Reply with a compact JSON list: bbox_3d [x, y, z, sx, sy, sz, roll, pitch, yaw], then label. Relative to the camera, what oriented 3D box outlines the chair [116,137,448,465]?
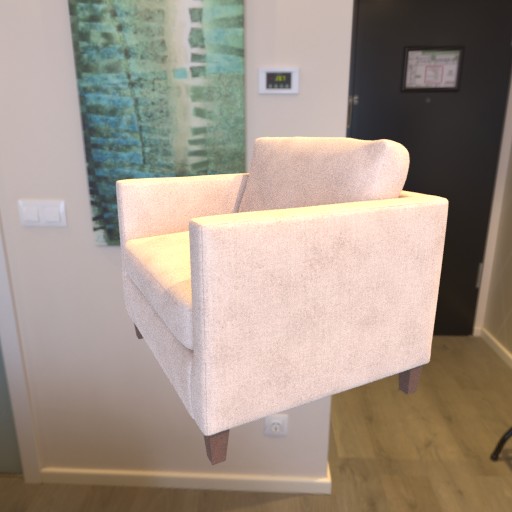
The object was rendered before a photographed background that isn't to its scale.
[{"bbox_3d":[0.000,0.000,1.855,0.959,0.961,1.133,-8,18,-26],"label":"chair"}]
